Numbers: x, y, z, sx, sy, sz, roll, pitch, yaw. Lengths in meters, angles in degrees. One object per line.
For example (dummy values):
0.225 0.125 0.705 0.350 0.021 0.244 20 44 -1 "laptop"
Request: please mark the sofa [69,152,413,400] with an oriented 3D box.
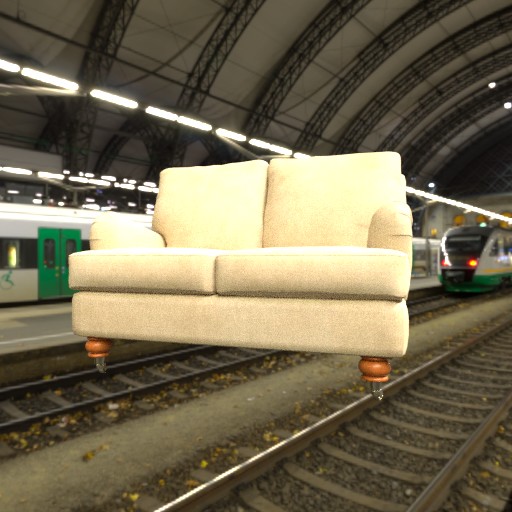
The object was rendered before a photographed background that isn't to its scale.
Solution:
0.000 0.000 2.249 1.498 1.087 1.086 0 0 19 "sofa"
